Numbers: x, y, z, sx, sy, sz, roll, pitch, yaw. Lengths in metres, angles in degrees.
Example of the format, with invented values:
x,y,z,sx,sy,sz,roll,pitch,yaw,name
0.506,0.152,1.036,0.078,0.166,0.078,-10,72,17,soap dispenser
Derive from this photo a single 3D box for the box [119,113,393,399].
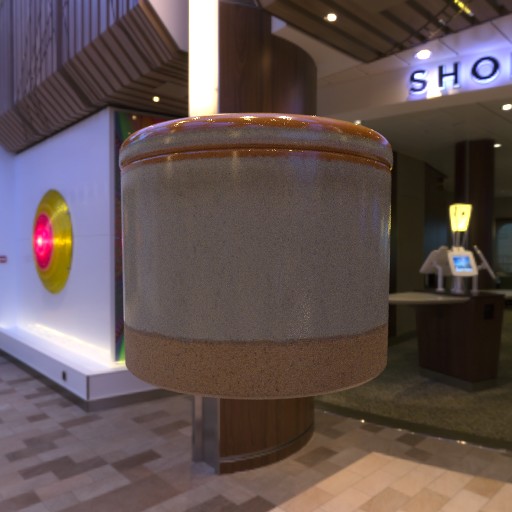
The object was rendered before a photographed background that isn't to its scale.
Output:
x,y,z,sx,sy,sz,roll,pitch,yaw,name
0.000,0.000,0.209,0.123,0.100,0.123,0,1,0,box
